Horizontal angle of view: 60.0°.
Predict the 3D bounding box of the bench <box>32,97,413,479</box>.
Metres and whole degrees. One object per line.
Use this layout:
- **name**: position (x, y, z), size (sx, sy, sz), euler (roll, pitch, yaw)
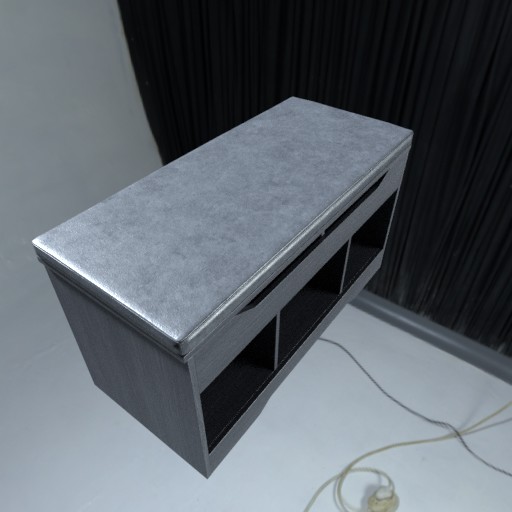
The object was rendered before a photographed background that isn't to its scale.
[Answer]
- **bench**: position (0.000, 0.000, 1.185), size (0.401, 0.501, 0.905), euler (26, 48, 27)
